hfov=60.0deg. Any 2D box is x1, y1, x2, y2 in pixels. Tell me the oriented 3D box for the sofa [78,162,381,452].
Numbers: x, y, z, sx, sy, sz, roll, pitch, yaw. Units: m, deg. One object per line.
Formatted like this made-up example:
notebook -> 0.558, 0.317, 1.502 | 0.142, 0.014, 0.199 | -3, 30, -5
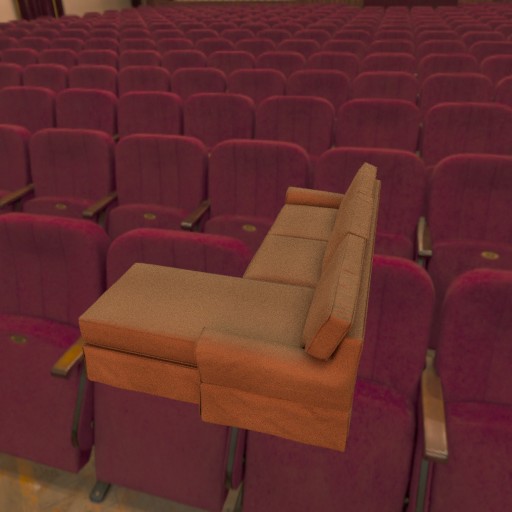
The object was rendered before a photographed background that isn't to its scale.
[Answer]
sofa -> 0.000, 0.000, 3.451 | 1.733, 0.978, 2.475 | 8, 30, 14
